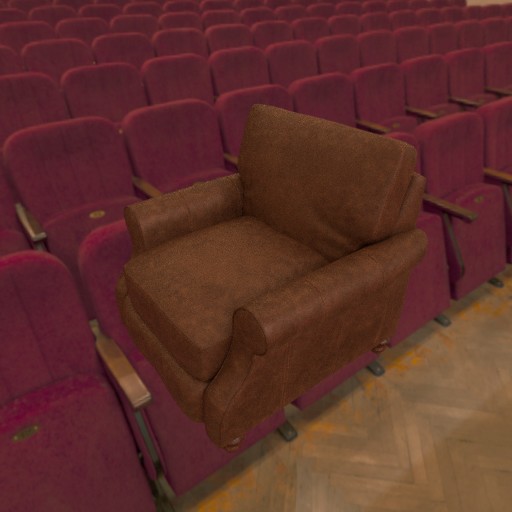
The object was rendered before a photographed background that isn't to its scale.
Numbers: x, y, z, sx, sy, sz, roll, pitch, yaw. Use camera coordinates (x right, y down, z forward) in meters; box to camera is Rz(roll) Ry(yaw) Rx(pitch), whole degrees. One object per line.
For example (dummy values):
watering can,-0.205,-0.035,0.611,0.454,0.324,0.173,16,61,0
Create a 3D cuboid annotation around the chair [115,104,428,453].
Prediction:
chair,0.000,0.000,1.772,1.002,0.976,0.996,-22,39,-31
